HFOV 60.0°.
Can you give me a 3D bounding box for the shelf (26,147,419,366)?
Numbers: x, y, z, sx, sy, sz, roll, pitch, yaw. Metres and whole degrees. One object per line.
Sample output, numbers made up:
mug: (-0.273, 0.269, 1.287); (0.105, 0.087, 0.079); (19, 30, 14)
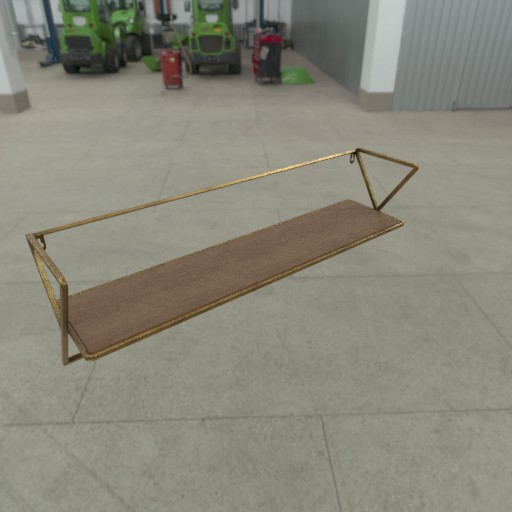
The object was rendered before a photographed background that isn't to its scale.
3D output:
shelf: (0.000, 0.000, 0.752); (0.645, 0.229, 0.150); (-21, 36, -32)
